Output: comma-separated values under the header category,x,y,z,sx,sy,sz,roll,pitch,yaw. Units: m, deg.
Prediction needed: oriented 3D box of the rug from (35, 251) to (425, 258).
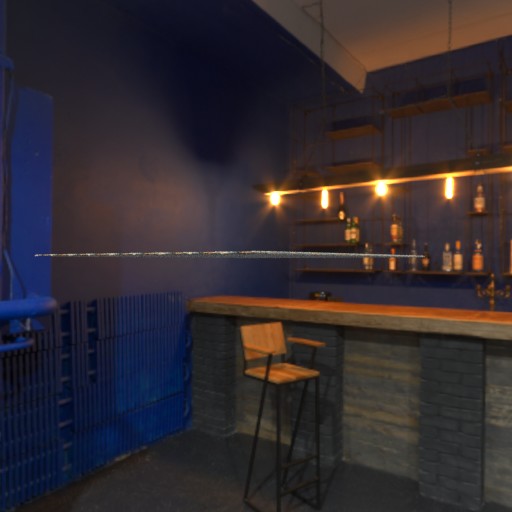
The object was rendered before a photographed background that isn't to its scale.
category,x,y,z,sx,sy,sz,roll,pitch,yaw
rug,0.000,0.000,2.353,1.278,0.009,1.730,0,-1,37
